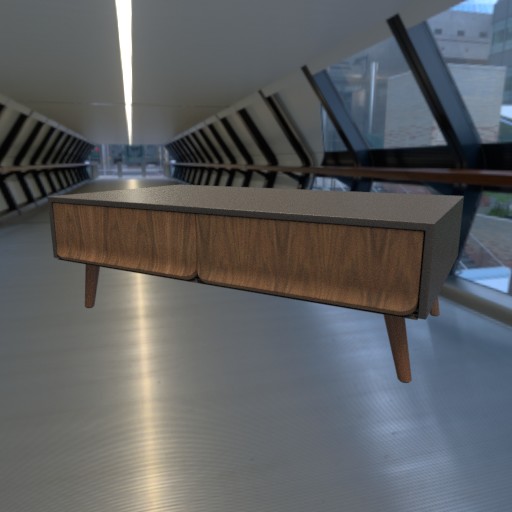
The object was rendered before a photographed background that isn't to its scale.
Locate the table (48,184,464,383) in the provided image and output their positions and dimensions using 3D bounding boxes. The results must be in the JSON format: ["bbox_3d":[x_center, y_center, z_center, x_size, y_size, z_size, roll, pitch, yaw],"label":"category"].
[{"bbox_3d":[0.000,0.000,1.512,1.201,0.404,0.703,7,15,28],"label":"table"}]
